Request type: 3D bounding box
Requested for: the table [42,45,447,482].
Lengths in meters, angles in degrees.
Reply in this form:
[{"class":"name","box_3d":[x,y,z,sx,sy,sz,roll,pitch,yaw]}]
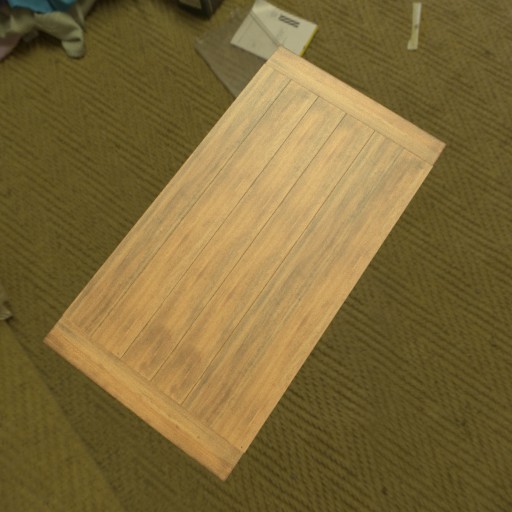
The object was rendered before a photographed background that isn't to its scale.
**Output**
[{"class":"table","box_3d":[0.000,0.000,1.645,0.693,0.494,1.270,34,79,8]}]
